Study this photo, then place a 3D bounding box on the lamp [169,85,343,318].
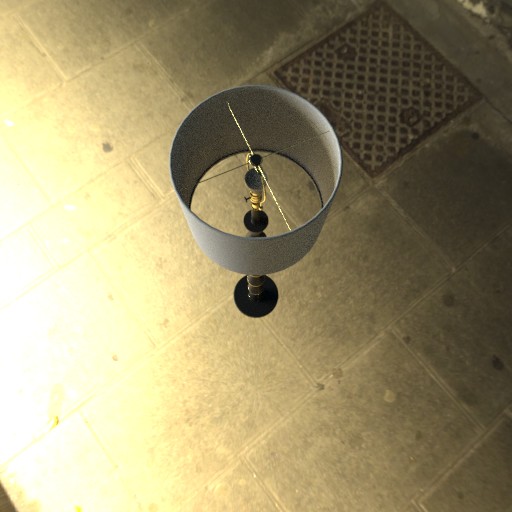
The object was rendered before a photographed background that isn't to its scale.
[{"bbox_3d":[0.000,0.000,1.676,0.381,1.480,0.381,-23,75,-7],"label":"lamp"}]
